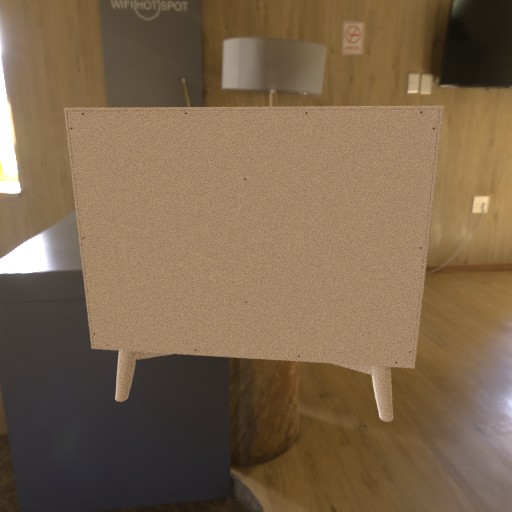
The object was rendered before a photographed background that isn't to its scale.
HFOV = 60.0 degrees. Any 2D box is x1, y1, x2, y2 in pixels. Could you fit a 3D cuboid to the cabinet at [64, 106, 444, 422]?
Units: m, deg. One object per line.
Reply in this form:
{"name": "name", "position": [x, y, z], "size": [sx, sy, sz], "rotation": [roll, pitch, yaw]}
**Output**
{"name": "cabinet", "position": [0.000, 0.000, 1.220], "size": [0.800, 0.761, 0.398], "rotation": [2, 16, 7]}
